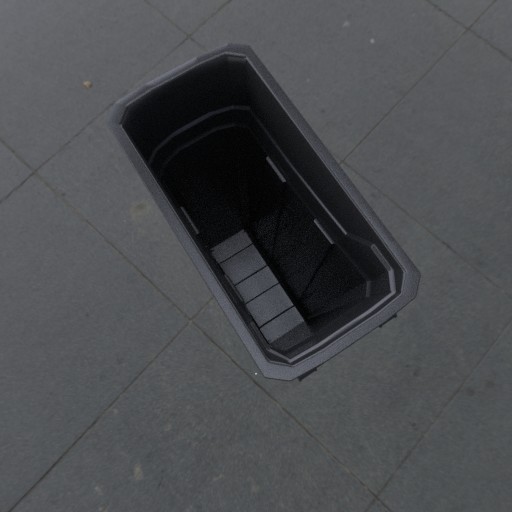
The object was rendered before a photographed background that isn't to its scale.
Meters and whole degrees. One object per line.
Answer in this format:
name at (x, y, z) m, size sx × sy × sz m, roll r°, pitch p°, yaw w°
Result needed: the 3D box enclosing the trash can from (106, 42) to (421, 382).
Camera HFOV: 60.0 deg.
trash can at (0.000, 0.000, 1.067) m, size 0.281 × 0.762 × 0.559 m, roll -32°, pitch 77°, yaw -8°
